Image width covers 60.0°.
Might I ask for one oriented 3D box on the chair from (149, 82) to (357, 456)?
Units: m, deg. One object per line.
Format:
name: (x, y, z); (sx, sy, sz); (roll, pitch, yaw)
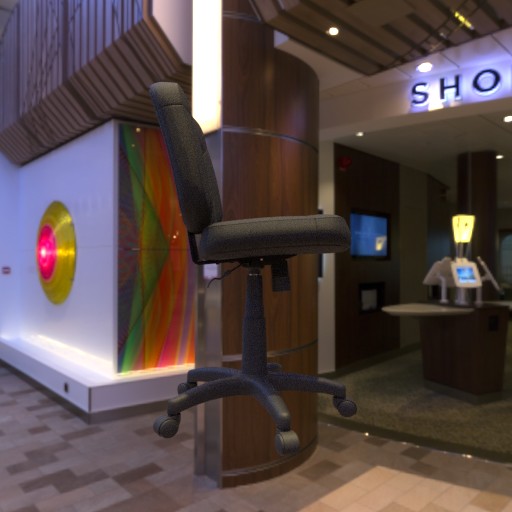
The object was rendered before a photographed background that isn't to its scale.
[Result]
chair: (0.000, 0.000, 1.359); (0.610, 0.972, 0.610); (0, 0, 1)
